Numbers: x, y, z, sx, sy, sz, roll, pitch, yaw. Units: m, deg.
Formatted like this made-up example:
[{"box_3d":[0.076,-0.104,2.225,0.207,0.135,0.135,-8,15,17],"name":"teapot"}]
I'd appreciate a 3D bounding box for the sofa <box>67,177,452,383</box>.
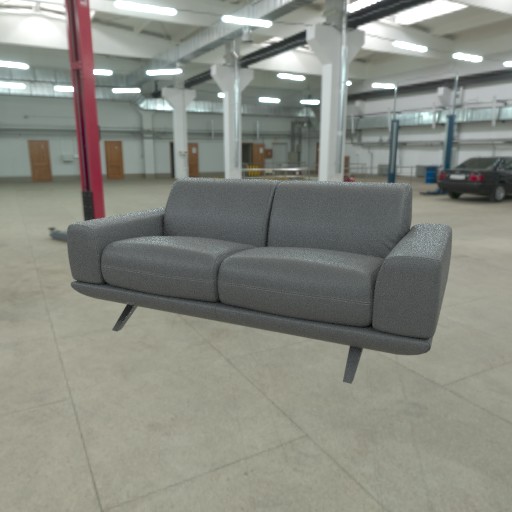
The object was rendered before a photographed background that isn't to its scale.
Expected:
[{"box_3d":[0.000,0.000,2.397,1.901,0.772,0.900,6,14,25],"name":"sofa"}]
